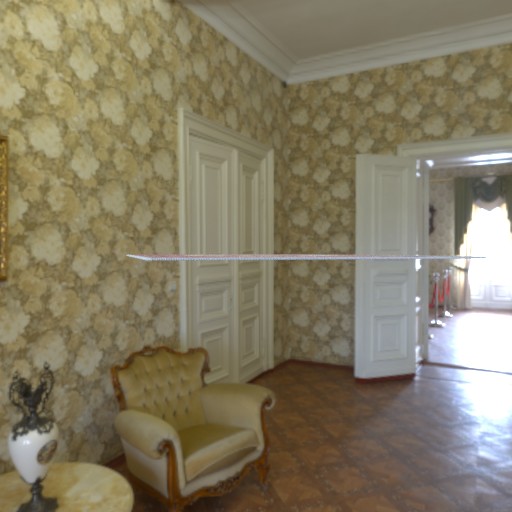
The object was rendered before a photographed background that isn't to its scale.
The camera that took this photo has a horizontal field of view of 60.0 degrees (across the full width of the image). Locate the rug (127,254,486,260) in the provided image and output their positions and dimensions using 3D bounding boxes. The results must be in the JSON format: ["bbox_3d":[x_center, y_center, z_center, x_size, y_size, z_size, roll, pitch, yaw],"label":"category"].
[{"bbox_3d":[0.000,0.000,3.729,2.005,0.014,2.878,0,1,-18],"label":"rug"}]
